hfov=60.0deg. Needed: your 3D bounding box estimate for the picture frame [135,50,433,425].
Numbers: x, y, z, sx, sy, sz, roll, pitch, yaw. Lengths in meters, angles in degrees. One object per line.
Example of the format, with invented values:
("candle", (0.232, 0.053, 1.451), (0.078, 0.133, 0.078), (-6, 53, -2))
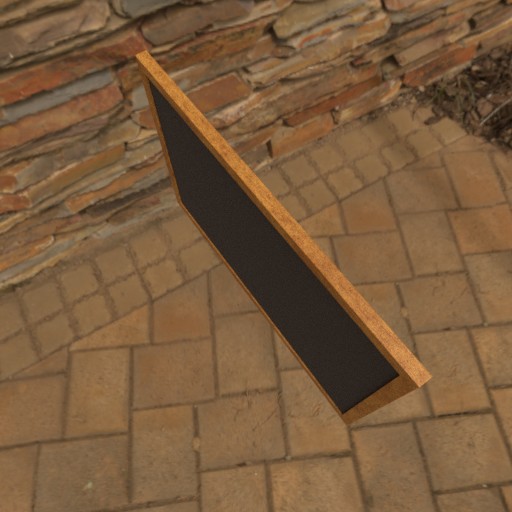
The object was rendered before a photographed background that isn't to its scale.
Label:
("picture frame", (0.000, 0.000, 1.144), (0.029, 0.621, 0.922), (-33, 68, -15))
